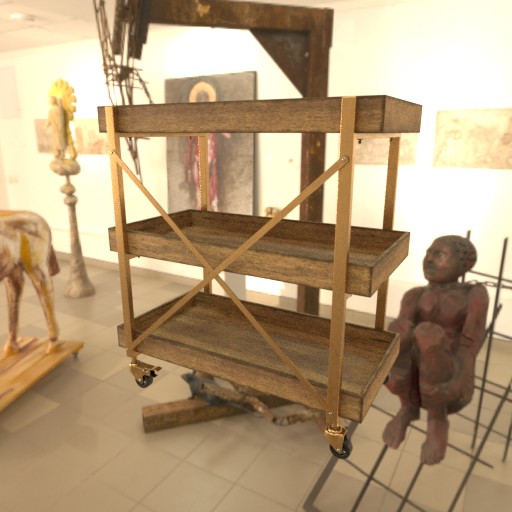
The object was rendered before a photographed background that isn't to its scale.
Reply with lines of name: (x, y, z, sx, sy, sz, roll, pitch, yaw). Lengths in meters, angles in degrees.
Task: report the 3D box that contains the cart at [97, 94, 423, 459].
cart: (0.000, 0.000, 1.241, 0.750, 0.799, 0.416, 9, 18, 29)
